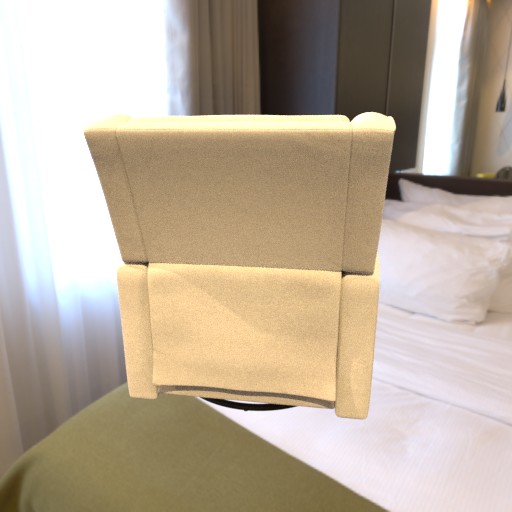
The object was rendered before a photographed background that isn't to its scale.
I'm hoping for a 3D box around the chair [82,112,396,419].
[{"bbox_3d":[0.000,0.000,1.599,0.906,0.967,0.854,2,16,8],"label":"chair"}]
